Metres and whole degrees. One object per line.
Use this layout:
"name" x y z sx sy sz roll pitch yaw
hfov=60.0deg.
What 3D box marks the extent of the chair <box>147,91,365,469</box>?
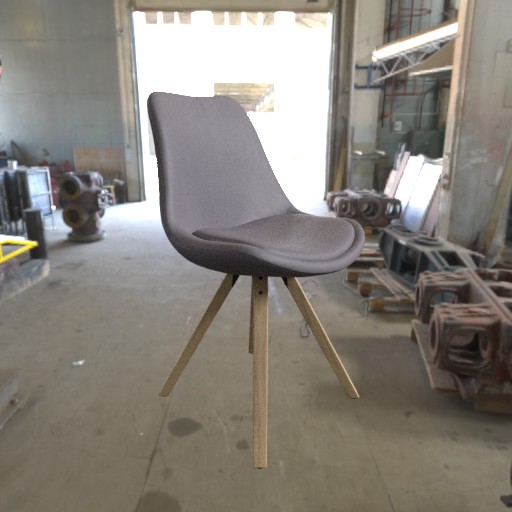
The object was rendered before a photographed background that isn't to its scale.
"chair" 0.000 0.000 1.211 0.547 0.865 0.483 15 21 43
